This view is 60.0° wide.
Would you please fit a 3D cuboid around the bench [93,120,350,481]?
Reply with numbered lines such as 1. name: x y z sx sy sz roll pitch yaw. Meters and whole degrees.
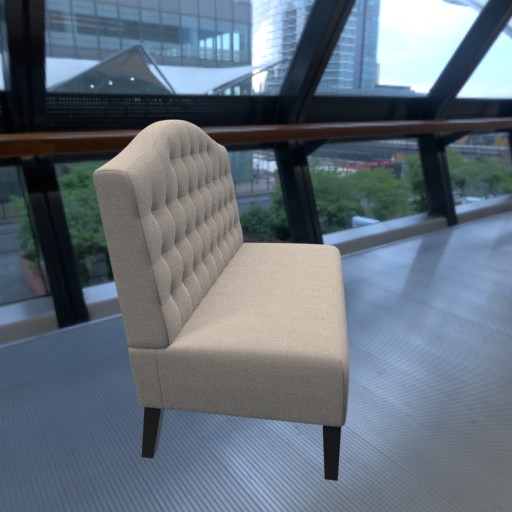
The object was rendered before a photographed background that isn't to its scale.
1. bench: 0.000 0.000 2.010 0.815 1.180 1.335 3 17 9
